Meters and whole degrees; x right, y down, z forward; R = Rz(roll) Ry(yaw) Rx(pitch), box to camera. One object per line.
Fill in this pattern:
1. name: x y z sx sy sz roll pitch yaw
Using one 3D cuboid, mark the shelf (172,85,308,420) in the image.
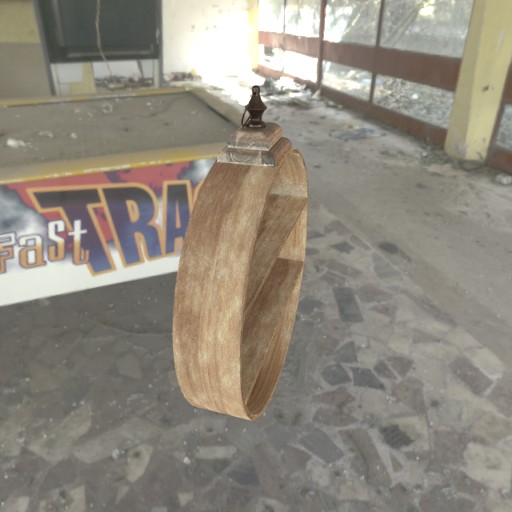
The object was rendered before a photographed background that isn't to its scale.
1. shelf: 0.000 0.000 0.996 0.125 0.725 0.601 9 31 15
